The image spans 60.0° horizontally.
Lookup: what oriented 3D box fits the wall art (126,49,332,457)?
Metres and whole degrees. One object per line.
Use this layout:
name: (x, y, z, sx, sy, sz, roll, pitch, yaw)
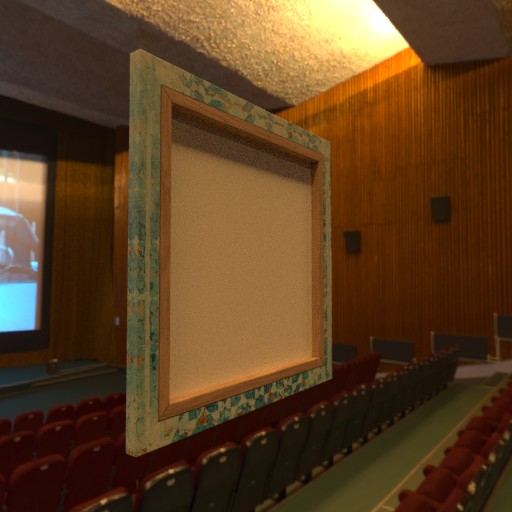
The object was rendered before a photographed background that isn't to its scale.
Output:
wall art: (0.000, 0.000, 1.366, 0.040, 0.916, 0.916, -2, -3, 37)
